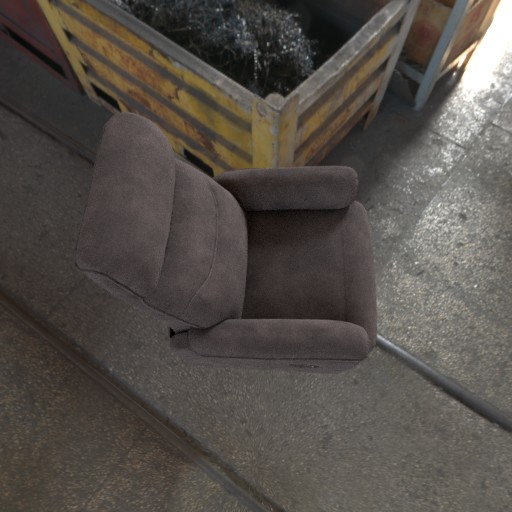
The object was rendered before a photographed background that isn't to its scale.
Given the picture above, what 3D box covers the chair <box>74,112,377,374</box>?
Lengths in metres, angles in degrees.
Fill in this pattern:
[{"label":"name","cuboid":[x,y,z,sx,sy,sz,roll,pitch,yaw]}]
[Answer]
[{"label":"chair","cuboid":[0.000,0.000,1.763,1.009,1.035,0.830,2,65,1]}]
